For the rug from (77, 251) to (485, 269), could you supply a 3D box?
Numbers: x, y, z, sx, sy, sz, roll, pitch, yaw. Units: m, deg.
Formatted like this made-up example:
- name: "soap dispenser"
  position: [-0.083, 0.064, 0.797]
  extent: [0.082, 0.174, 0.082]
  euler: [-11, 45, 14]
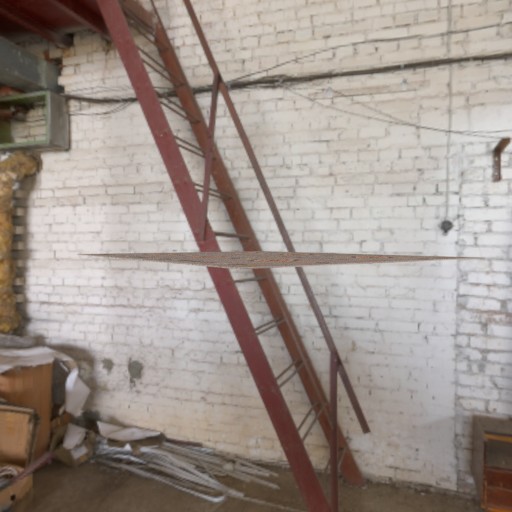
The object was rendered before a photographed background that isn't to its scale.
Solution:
- name: "rug"
  position: [0.000, 0.000, 4.134]
  extent: [2.425, 0.008, 3.035]
  euler: [-1, 2, -36]
